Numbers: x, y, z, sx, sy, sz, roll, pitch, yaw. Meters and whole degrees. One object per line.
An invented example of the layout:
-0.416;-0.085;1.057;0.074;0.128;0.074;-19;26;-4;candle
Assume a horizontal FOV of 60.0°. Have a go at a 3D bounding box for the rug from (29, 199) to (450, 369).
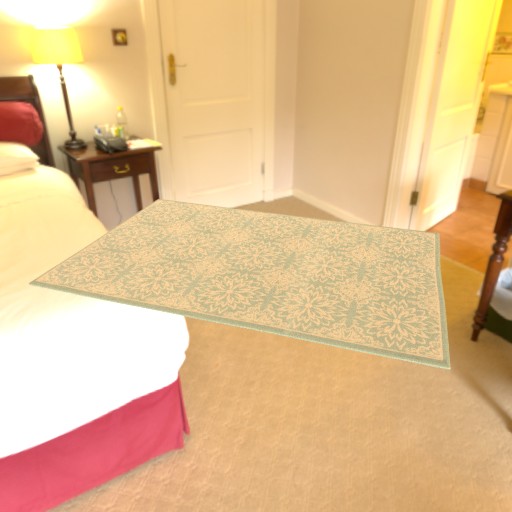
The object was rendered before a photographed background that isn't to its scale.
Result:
0.000;0.000;3.468;2.746;0.018;1.819;9;28;16;rug
